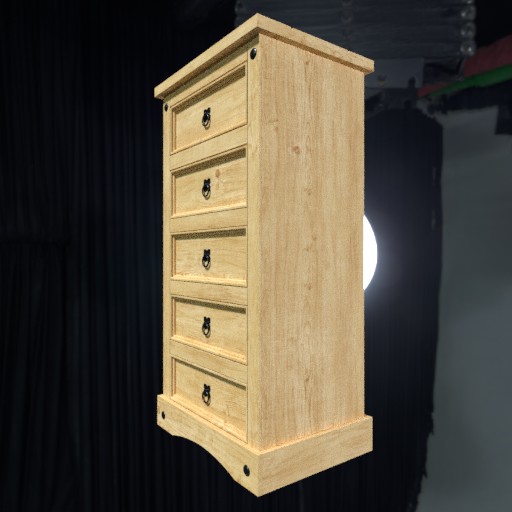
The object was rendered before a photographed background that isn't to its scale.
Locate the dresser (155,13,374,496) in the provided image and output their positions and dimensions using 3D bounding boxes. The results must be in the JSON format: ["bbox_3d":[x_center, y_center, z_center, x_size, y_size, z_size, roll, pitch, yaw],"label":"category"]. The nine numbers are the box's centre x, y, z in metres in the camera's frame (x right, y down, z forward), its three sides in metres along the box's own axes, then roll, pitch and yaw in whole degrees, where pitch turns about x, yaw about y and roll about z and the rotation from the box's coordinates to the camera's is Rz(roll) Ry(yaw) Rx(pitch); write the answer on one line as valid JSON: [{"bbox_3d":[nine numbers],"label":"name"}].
[{"bbox_3d":[0.000,0.000,1.280,0.390,1.041,0.531,0,0,-37],"label":"dresser"}]
